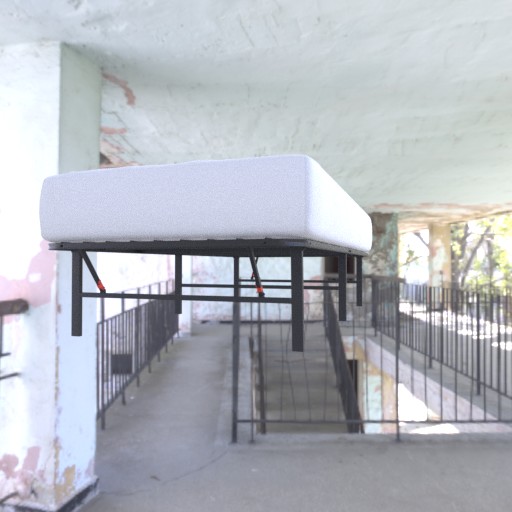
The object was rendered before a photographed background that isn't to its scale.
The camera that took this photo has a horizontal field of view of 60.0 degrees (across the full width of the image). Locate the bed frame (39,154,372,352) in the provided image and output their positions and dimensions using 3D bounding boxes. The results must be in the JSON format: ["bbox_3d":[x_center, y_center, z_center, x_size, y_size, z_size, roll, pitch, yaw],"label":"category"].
[{"bbox_3d":[0.000,0.000,2.324,1.025,0.640,1.908,0,-1,20],"label":"bed frame"}]
